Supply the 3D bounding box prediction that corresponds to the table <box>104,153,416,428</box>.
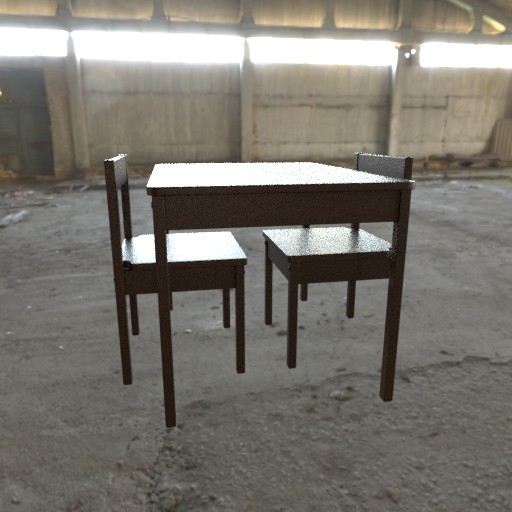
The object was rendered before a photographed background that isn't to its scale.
[{"bbox_3d":[0.000,0.000,1.139,0.672,0.503,0.650,-3,15,-10],"label":"table"}]
